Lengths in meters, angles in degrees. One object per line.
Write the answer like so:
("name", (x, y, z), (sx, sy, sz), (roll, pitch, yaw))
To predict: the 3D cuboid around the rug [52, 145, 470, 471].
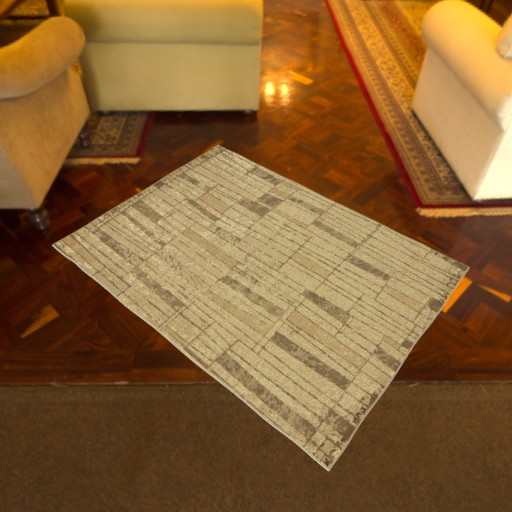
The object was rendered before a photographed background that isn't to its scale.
("rug", (0.000, 0.000, 4.384), (3.357, 0.019, 2.449), (31, 54, 27))
